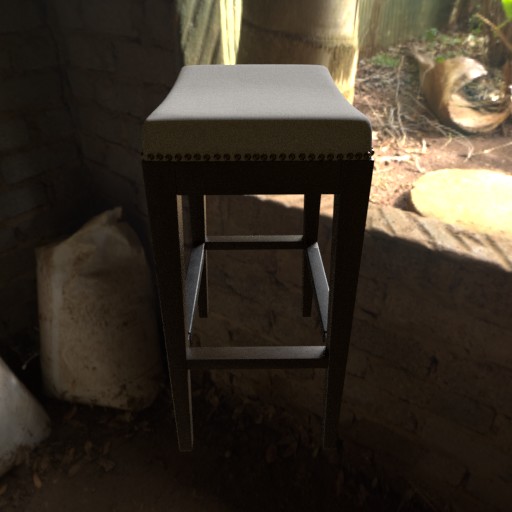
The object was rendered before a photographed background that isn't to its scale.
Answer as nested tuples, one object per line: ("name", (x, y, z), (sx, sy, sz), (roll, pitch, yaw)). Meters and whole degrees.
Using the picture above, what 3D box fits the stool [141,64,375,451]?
("stool", (0.000, 0.000, 1.030), (0.358, 0.759, 0.498), (0, 33, -1))
